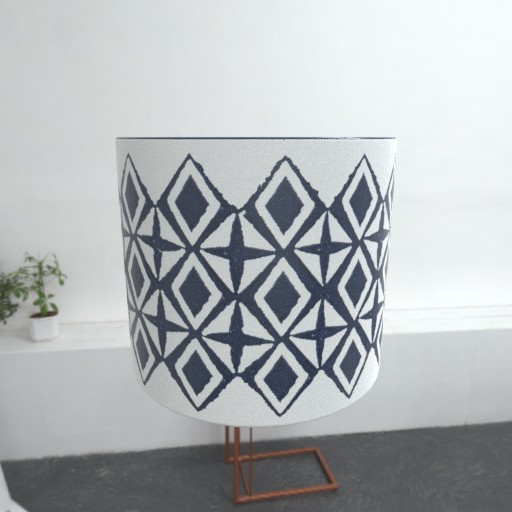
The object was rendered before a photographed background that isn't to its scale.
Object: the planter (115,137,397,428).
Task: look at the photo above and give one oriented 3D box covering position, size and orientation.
[{"bbox_3d":[0.000,0.000,0.318,0.182,0.165,0.182,0,15,0],"label":"planter"}]
